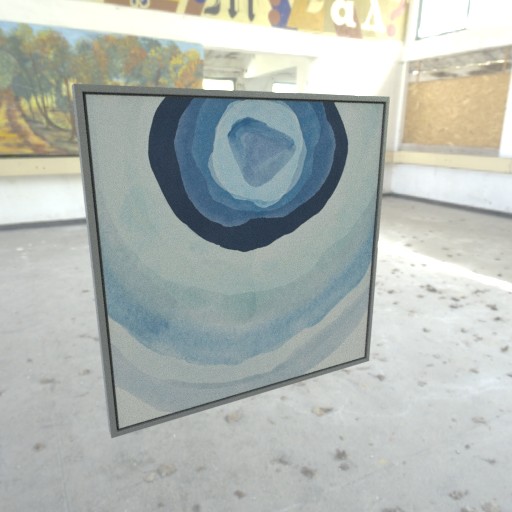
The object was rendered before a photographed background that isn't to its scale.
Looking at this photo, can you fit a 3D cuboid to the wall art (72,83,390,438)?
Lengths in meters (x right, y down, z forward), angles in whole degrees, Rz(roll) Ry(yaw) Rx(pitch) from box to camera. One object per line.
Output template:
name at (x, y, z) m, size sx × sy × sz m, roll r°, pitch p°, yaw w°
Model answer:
wall art at (0.000, 0.000, 1.159) m, size 0.809 × 0.807 × 0.038 m, roll -8°, pitch 18°, yaw -26°
